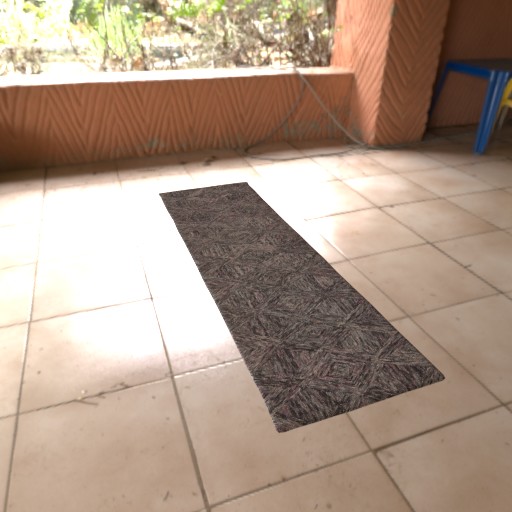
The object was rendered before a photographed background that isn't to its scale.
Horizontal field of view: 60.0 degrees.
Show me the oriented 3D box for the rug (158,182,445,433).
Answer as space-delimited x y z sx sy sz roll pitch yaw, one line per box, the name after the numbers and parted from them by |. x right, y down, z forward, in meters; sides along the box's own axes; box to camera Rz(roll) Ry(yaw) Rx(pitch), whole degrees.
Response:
0.000 0.000 2.529 0.719 0.013 2.305 -11 32 -18 | rug
